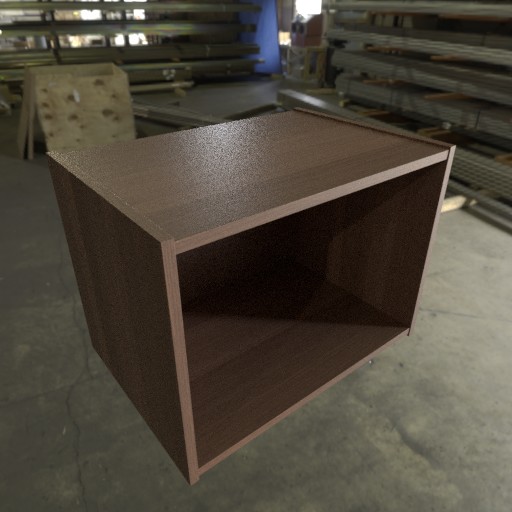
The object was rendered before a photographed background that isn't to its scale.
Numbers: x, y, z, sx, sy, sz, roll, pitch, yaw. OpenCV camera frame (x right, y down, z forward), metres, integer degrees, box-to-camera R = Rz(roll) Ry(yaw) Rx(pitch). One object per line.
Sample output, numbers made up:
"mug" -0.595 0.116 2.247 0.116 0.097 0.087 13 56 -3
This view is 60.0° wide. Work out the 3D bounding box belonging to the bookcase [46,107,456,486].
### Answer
"bookcase" 0.000 0.000 0.622 0.415 0.305 0.290 -22 37 -33
